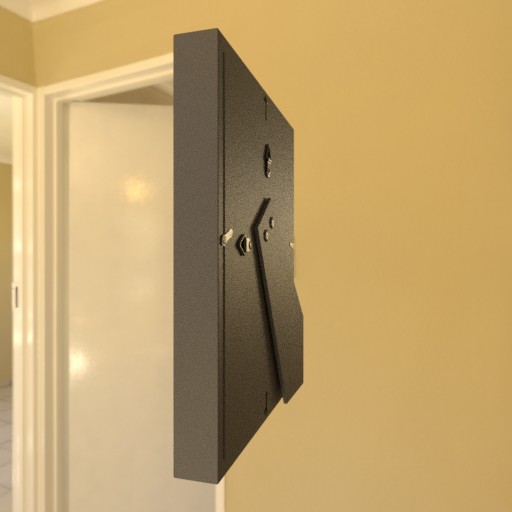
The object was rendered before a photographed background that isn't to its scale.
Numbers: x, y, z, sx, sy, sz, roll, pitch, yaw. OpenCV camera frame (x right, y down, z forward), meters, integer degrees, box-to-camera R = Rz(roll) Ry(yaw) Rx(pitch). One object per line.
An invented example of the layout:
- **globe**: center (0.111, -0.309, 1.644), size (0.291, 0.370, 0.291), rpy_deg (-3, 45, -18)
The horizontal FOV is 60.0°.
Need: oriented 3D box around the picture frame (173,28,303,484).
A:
- **picture frame**: center (0.000, 0.000, 0.390), size (0.042, 0.284, 0.232), rpy_deg (0, 0, 17)
